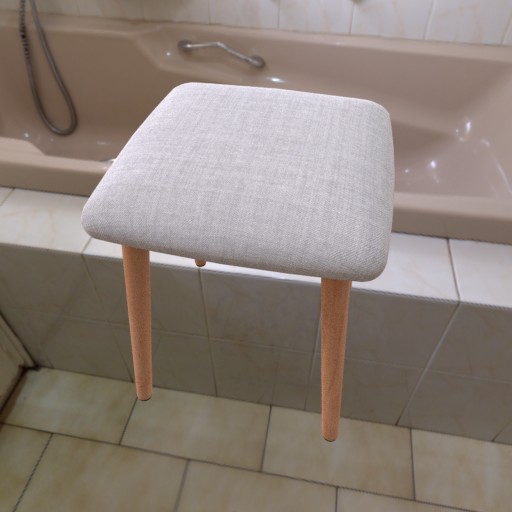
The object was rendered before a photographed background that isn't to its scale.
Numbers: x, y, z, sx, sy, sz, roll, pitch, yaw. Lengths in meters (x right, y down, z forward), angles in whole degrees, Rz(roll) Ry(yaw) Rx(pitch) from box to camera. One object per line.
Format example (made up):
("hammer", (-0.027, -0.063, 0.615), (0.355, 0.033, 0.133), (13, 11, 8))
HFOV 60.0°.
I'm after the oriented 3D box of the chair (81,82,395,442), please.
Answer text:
("chair", (0.000, 0.000, 0.698), (0.350, 0.440, 0.350), (9, 47, 9))
